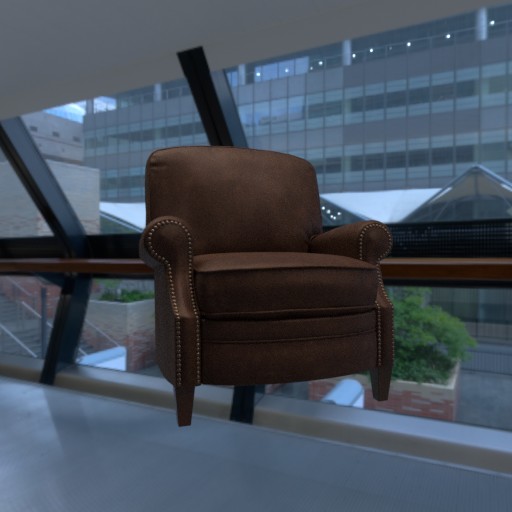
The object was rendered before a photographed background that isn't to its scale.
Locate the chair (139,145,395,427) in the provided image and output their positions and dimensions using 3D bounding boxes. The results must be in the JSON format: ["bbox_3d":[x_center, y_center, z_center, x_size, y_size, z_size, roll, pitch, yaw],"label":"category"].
[{"bbox_3d":[0.000,0.000,1.809,0.936,1.018,0.986,0,2,-18],"label":"chair"}]
